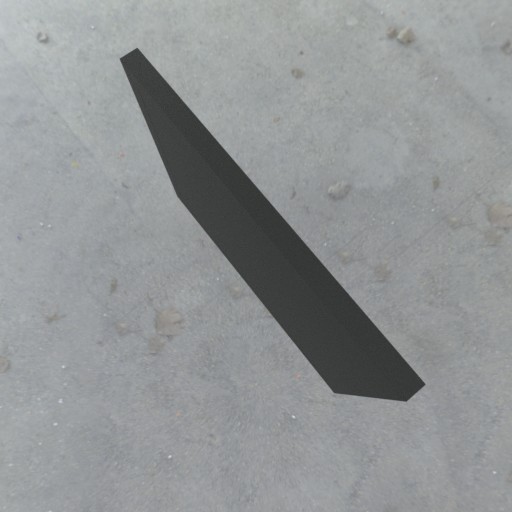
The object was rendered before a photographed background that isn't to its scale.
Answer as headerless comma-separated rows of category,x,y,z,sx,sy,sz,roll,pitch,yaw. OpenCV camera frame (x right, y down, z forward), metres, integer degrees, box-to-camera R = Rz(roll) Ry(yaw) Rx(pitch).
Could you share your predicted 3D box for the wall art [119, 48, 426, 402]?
wall art,0.000,0.000,0.757,0.029,0.457,0.558,-37,77,-10
